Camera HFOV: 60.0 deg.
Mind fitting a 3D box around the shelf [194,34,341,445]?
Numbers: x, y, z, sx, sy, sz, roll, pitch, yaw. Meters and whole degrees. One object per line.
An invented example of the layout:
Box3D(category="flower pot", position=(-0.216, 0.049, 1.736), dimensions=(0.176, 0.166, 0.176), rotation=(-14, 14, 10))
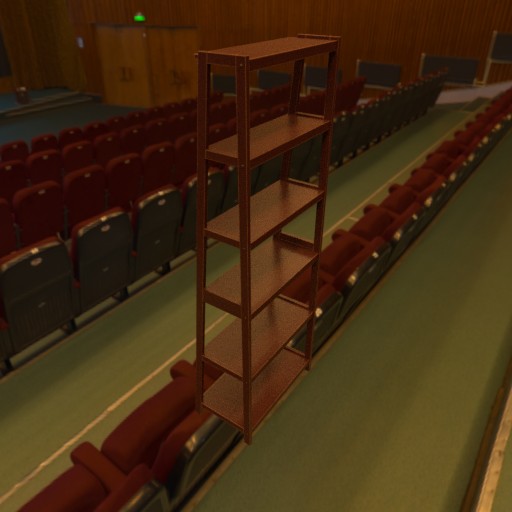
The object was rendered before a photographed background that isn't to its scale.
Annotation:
Box3D(category="shelf", position=(0.000, 0.000, 2.158), dimensions=(0.381, 1.892, 0.660), rotation=(20, 37, 29))
